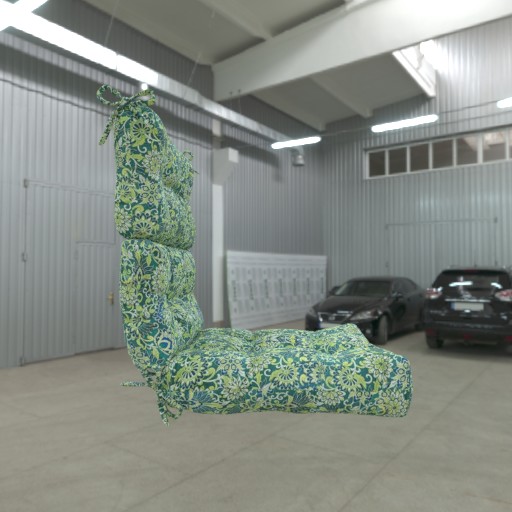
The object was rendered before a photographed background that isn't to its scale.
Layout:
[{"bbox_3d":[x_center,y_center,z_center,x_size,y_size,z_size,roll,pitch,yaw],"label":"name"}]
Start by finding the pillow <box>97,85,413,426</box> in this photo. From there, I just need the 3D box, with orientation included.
[{"bbox_3d":[0.000,0.000,1.011,0.571,0.605,0.519,0,-2,1],"label":"pillow"}]
